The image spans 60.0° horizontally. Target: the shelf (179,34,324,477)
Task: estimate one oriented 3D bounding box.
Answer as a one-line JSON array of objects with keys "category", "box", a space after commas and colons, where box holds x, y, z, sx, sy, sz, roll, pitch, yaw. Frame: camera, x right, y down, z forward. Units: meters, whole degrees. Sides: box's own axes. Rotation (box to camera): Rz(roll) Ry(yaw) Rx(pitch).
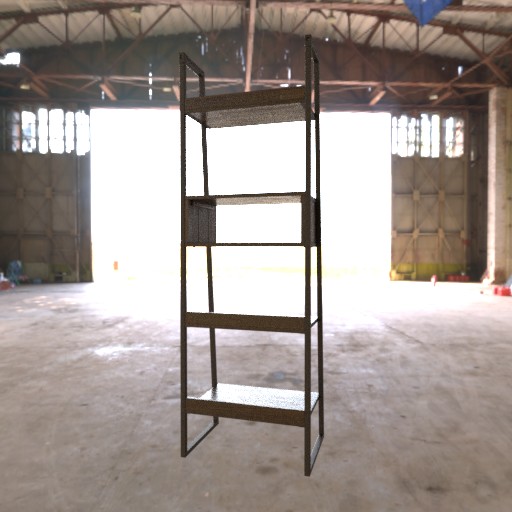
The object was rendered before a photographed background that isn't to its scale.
[{"category": "shelf", "box": [0.000, 0.000, 2.313, 0.652, 2.005, 0.454, 0, 1, 17]}]
